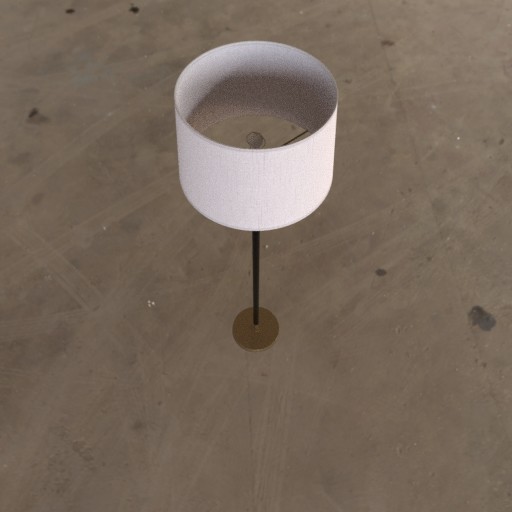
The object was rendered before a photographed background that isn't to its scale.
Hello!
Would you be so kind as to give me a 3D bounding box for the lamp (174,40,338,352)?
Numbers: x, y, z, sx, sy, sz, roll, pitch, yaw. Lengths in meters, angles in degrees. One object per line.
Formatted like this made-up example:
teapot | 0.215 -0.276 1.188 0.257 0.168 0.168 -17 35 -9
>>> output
lamp | 0.000 0.000 1.618 0.420 1.447 0.420 0 59 0
